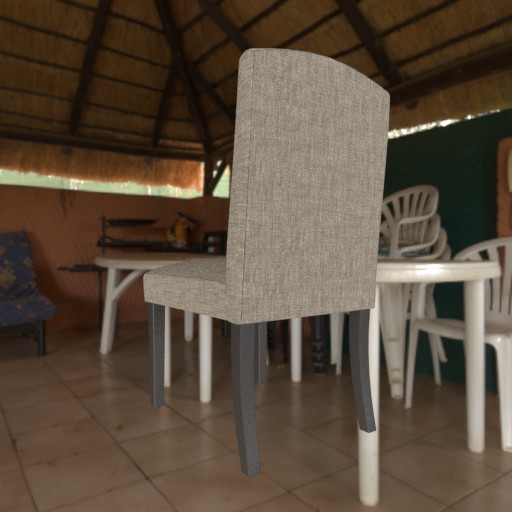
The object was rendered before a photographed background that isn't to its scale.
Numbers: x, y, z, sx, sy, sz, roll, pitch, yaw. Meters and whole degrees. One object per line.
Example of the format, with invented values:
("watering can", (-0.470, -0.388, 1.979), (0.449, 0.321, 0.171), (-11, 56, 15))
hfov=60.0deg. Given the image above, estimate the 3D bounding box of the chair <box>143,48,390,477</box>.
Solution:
("chair", (0.000, 0.000, 1.247), (0.451, 0.917, 0.580), (-1, 1, -36))
